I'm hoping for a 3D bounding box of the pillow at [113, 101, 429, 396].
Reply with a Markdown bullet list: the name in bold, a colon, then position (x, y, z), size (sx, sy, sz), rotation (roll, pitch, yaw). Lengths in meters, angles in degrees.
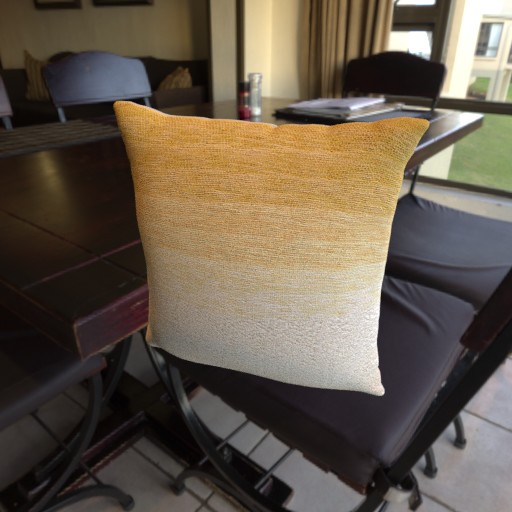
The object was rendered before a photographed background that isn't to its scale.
- **pillow**: position (0.000, 0.000, 0.703), size (0.450, 0.450, 0.211), rotation (9, 28, 17)
